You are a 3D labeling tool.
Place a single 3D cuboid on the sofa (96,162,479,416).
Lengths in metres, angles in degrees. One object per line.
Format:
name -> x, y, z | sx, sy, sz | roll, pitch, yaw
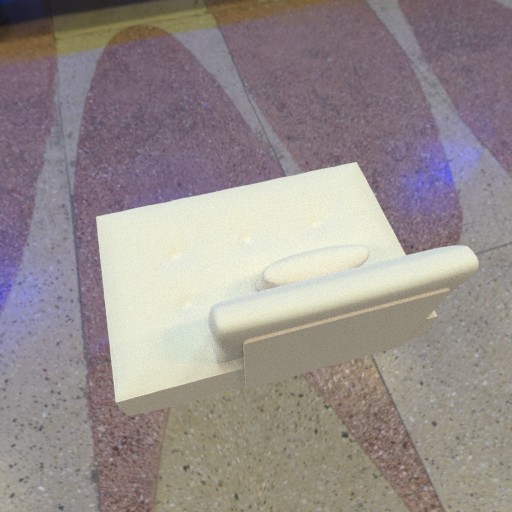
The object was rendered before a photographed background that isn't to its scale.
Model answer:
sofa -> 0.000, 0.000, 2.065 | 1.450, 0.820, 1.000 | -13, 60, -8
